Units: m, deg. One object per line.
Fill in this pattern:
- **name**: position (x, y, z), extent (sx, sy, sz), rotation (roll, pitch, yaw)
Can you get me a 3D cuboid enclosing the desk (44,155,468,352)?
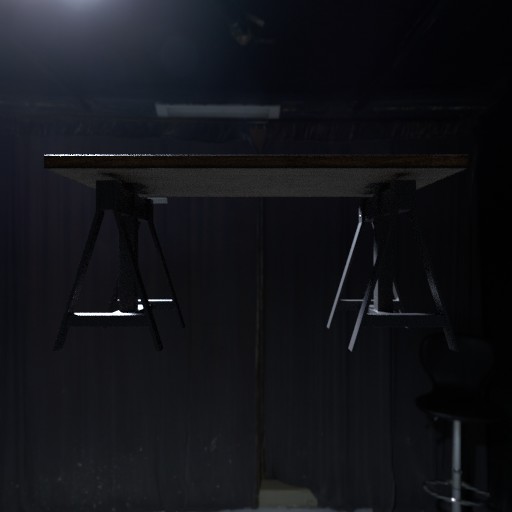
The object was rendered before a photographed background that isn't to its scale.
- **desk**: position (0.000, 0.000, 1.984), extent (1.543, 0.725, 0.784), rotation (0, 0, 0)
